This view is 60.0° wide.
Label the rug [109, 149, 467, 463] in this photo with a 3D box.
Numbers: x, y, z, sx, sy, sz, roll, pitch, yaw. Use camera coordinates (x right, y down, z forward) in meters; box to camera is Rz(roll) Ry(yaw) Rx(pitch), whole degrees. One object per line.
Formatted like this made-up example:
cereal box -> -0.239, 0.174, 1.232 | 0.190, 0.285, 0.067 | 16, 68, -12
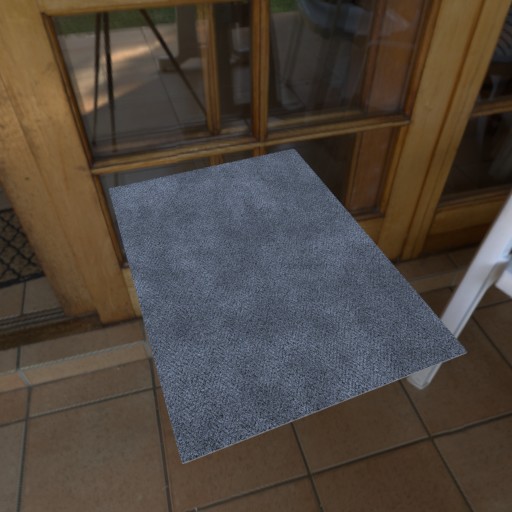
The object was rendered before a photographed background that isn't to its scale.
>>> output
rug -> 0.000, 0.000, 2.946 | 1.600, 0.008, 2.235 | -16, 47, -15
